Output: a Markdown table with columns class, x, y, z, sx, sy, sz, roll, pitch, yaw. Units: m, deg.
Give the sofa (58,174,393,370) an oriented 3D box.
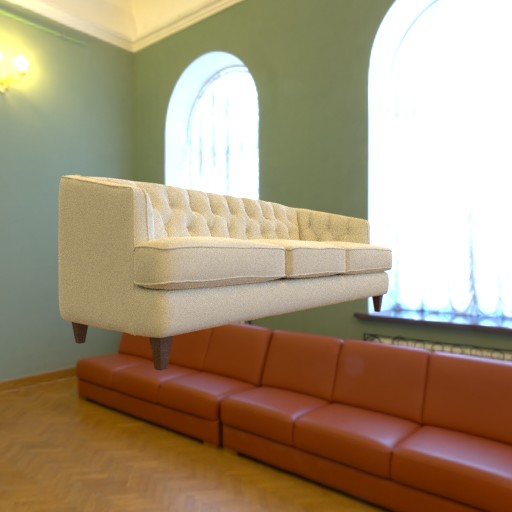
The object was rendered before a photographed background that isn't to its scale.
| class | x | y | z | sx | sy | sz | roll | pitch | yaw |
| --- | --- | --- | --- | --- | --- | --- | --- | --- | --- |
| sofa | 0.000 | 0.000 | 2.750 | 0.941 | 0.855 | 2.278 | 0 | 0 | 38 |
